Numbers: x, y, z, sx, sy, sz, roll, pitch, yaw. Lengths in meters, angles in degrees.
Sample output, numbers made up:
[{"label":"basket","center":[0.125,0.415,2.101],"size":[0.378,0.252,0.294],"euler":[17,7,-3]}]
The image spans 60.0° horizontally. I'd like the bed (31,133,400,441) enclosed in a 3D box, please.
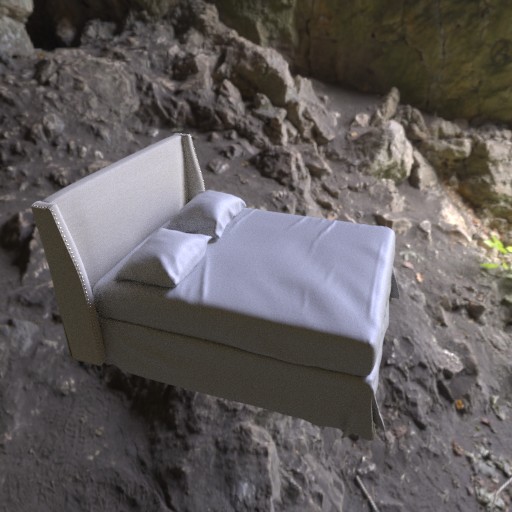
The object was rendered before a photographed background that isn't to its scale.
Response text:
[{"label":"bed","center":[0.000,0.000,3.461],"size":[2.276,1.332,1.925],"euler":[10,31,17]}]
